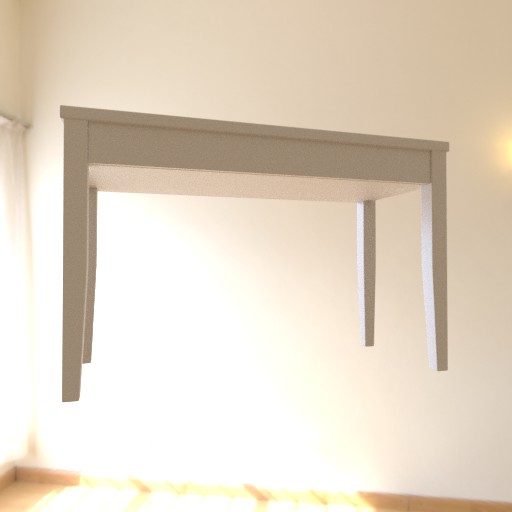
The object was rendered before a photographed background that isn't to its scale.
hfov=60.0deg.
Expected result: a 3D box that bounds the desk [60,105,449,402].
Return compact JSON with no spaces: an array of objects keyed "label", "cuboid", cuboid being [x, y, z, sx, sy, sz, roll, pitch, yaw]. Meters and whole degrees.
[{"label":"desk","cuboid":[0.000,0.000,1.565,1.220,0.775,0.508,0,-1,-17]}]
